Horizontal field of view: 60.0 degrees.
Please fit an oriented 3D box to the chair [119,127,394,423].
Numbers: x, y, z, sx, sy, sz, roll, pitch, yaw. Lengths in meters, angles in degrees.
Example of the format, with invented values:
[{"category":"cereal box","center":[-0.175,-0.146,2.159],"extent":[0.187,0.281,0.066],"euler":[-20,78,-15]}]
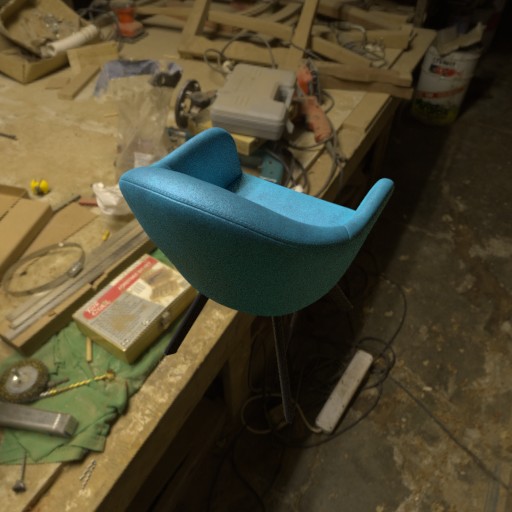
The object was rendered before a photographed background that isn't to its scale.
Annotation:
[{"category":"chair","center":[0.000,0.000,1.180],"extent":[0.540,0.780,0.570],"euler":[22,50,20]}]
